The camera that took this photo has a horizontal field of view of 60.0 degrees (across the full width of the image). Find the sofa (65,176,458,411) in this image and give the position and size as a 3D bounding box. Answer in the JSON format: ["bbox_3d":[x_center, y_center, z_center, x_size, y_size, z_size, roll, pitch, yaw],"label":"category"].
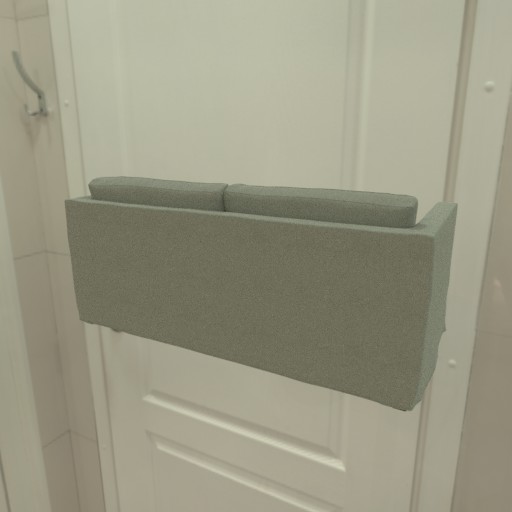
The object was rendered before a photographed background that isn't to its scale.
[{"bbox_3d":[0.000,0.000,2.488,1.987,0.870,0.940,8,17,27],"label":"sofa"}]
